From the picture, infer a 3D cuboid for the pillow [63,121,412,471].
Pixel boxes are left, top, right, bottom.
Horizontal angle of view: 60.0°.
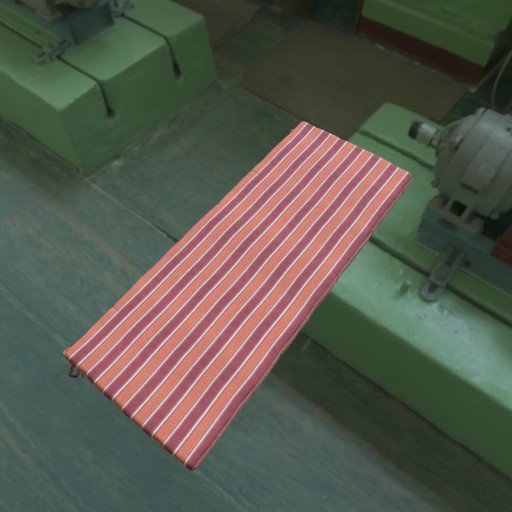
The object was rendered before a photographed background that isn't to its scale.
[{"bbox_3d":[0.000,0.000,1.363,0.492,0.081,1.187,32,63,19],"label":"pillow"}]
